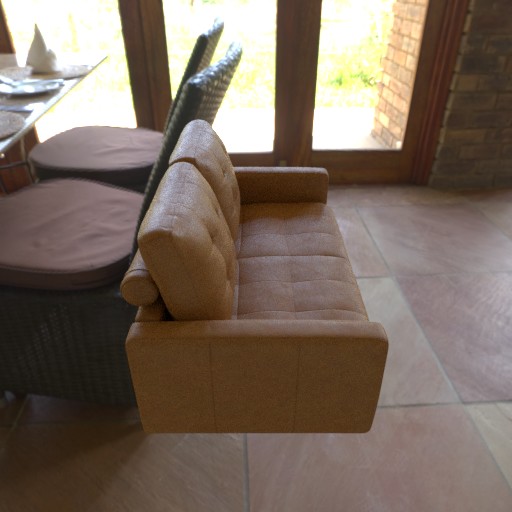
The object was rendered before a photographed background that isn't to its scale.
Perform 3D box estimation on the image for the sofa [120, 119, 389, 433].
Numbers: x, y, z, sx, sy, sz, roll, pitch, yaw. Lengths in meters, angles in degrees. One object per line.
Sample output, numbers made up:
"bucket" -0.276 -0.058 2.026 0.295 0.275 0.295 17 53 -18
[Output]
"sofa" 0.000 0.000 1.981 0.868 0.898 1.430 0 33 0
